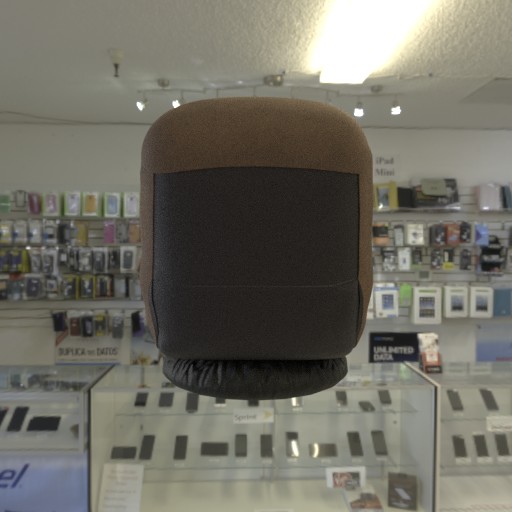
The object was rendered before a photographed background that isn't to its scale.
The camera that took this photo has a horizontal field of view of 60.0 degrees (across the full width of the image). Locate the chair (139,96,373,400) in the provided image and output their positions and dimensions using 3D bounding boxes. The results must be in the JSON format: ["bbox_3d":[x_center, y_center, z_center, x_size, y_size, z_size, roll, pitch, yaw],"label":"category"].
[{"bbox_3d":[0.000,0.000,1.060,0.521,0.594,0.597,0,1,0],"label":"chair"}]
